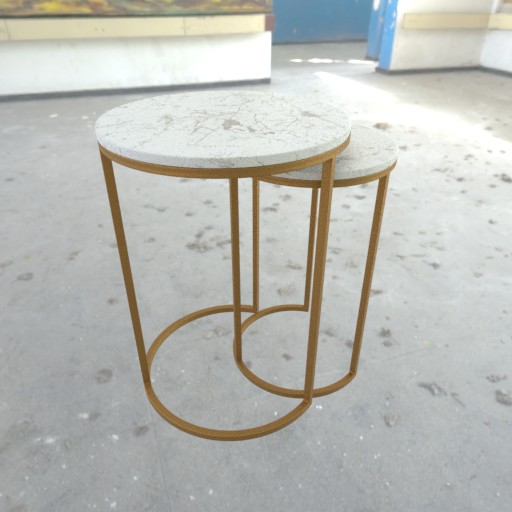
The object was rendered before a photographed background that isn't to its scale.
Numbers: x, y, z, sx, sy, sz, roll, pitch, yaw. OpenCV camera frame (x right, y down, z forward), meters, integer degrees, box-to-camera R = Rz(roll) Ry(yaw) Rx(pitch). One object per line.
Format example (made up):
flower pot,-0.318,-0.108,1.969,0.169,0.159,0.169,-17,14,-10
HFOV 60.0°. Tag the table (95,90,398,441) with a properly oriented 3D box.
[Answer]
table,0.000,0.000,0.872,0.507,0.550,0.400,-10,33,-16
